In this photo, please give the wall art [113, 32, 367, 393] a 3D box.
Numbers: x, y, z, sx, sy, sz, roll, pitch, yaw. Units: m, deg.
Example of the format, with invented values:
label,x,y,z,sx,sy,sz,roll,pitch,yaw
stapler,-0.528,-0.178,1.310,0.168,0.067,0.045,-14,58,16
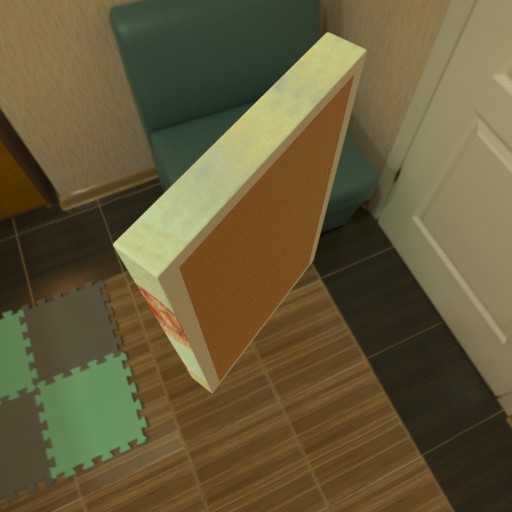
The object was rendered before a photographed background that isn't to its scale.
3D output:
label,x,y,z,sx,sy,sz,roll,pitch,yaw
wall art,0.000,0.000,0.485,0.039,0.380,0.251,33,67,16
